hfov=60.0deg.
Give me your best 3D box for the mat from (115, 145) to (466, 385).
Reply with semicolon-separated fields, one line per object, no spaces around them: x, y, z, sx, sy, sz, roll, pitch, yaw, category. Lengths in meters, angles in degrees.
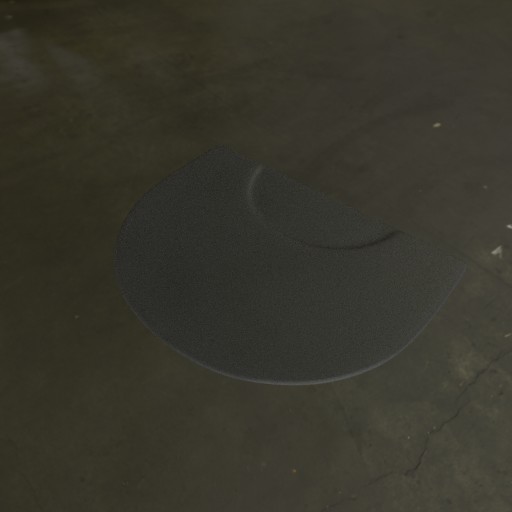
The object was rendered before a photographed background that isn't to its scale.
0.000;0.000;1.603;1.220;0.016;0.917;31;54;26;mat
